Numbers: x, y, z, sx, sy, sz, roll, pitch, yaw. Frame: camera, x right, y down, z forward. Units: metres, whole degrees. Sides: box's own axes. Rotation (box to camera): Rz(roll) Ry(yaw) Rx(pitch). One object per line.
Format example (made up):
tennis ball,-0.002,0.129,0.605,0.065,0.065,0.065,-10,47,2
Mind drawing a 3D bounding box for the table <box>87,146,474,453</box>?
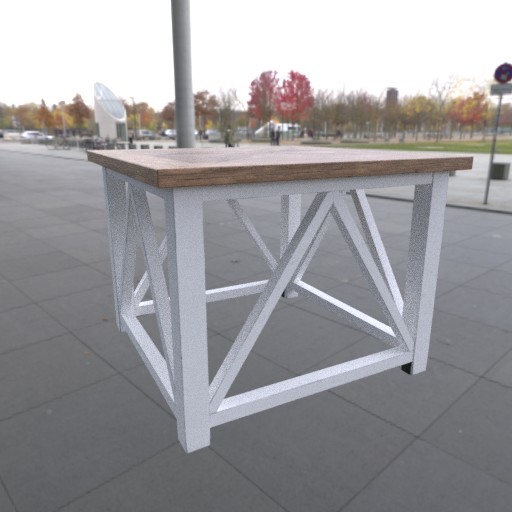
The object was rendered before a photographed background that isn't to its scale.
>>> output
table,0.000,0.000,1.174,0.700,0.532,0.700,-8,18,-27
